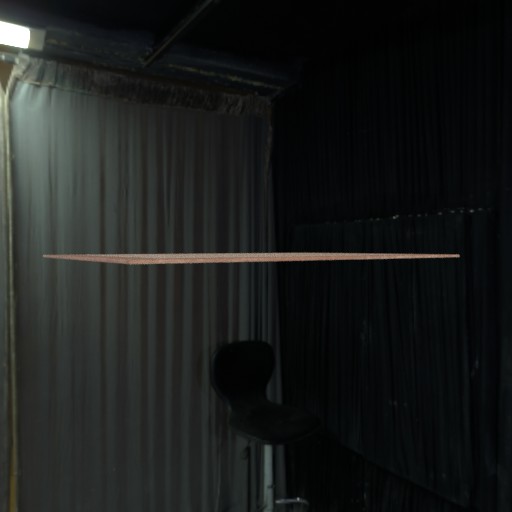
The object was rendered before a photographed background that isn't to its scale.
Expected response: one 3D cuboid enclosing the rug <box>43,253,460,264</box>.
[{"bbox_3d":[0.000,0.000,2.330,1.829,0.014,1.219,-1,1,-36],"label":"rug"}]
